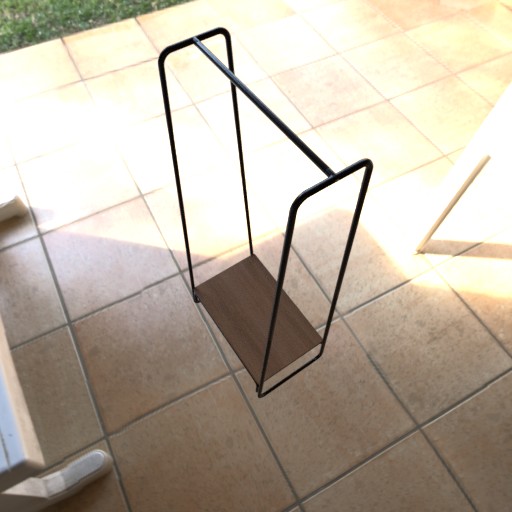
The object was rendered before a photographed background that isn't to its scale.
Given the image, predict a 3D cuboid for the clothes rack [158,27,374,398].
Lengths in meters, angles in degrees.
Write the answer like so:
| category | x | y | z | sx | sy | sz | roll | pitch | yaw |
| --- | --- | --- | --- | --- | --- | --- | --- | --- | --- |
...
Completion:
| category | x | y | z | sx | sy | sz | roll | pitch | yaw |
| --- | --- | --- | --- | --- | --- | --- | --- | --- | --- |
| clothes rack | 0.000 | 0.000 | 1.741 | 0.400 | 1.500 | 0.640 | -30 | 63 | -17 |
